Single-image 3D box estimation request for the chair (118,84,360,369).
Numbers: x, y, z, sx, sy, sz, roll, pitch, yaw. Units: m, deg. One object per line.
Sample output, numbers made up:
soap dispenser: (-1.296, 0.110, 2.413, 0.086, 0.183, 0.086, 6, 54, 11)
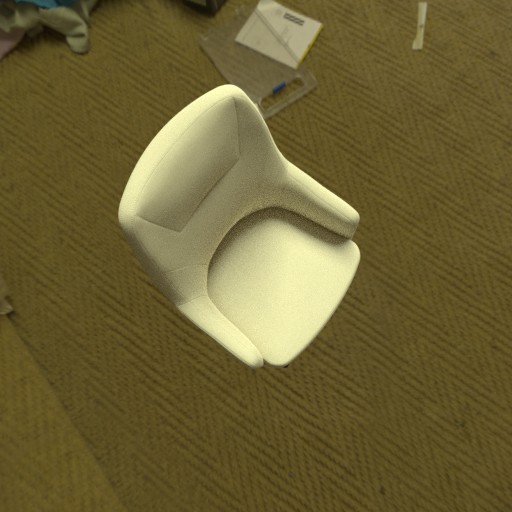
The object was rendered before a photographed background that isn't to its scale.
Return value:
chair: (0.000, 0.000, 1.465, 0.640, 1.049, 0.620, 35, 79, 8)
